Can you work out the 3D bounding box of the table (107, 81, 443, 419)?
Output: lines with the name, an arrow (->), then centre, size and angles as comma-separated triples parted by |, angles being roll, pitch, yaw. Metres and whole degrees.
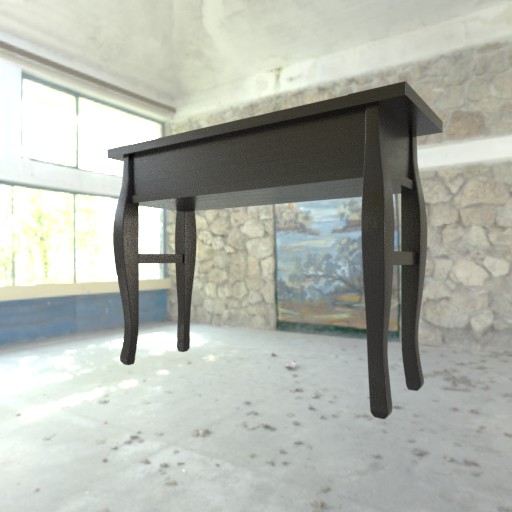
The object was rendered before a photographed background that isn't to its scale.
table -> 0.000, 0.000, 1.430 | 1.062, 0.768, 0.373 | 0, -1, 35
